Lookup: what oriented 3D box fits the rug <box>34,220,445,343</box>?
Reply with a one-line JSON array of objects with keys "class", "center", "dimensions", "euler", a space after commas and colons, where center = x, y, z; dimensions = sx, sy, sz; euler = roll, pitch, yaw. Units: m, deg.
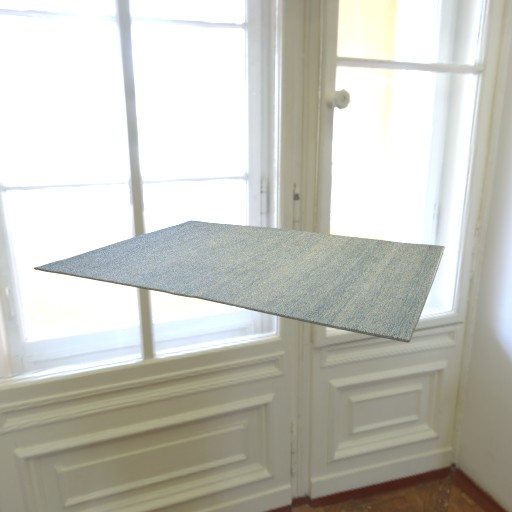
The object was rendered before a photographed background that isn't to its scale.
[{"class": "rug", "center": [0.000, 0.000, 4.307], "dimensions": [3.237, 0.046, 2.461], "euler": [8, 17, 26]}]
